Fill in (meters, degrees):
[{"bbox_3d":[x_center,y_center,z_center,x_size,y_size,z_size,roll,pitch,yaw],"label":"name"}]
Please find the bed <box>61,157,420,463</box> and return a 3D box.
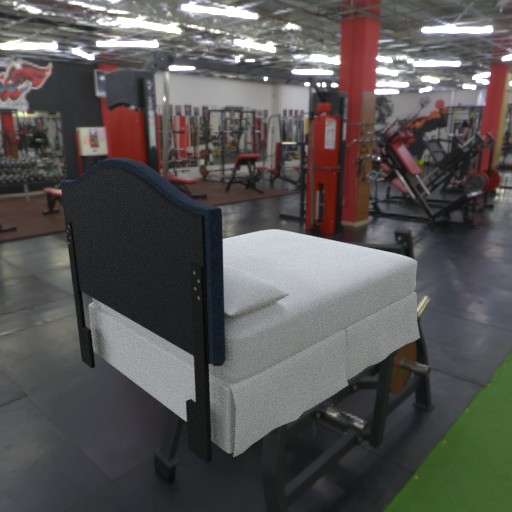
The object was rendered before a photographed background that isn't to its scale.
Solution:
[{"bbox_3d":[0.000,0.000,3.318,2.153,1.518,1.725,-15,22,-42],"label":"bed"}]
